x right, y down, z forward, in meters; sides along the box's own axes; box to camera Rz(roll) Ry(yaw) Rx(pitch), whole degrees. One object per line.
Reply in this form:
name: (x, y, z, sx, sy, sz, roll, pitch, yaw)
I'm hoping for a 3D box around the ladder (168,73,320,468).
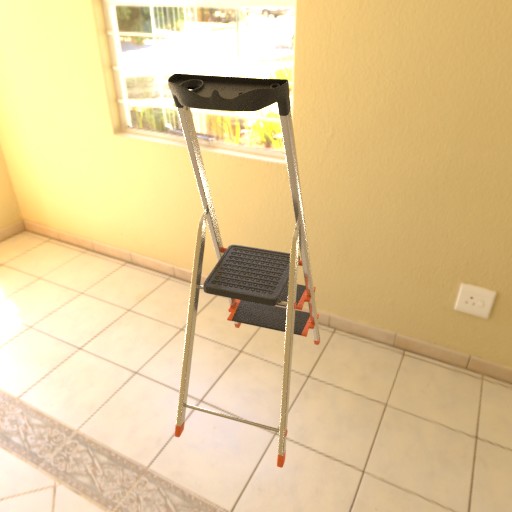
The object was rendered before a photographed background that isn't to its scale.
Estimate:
ladder: (0.000, 0.000, 1.536, 0.416, 1.229, 0.686, 9, 32, 15)
